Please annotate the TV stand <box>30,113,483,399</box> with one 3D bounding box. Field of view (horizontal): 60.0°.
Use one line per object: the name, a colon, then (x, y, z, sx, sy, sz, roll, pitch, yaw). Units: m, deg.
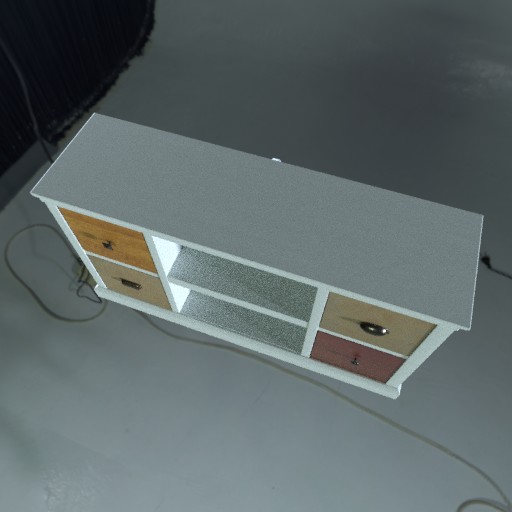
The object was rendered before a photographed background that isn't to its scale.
TV stand: (0.000, 0.000, 1.482, 1.187, 0.624, 0.424, 17, 60, 10)
